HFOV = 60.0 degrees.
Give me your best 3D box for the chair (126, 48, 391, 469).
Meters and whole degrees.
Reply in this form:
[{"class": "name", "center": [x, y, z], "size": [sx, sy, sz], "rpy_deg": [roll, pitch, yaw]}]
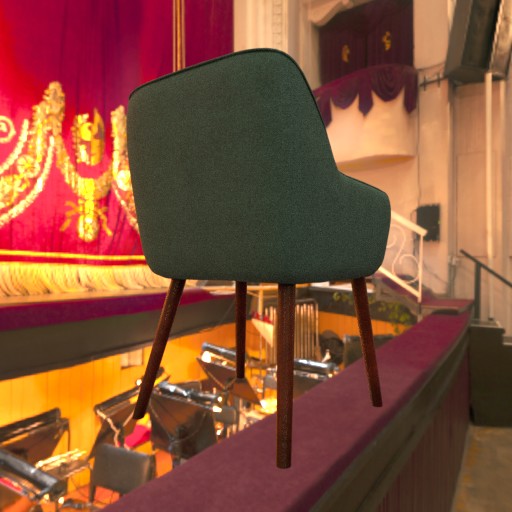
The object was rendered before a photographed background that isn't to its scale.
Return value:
[{"class": "chair", "center": [0.000, 0.000, 1.141], "size": [0.543, 0.803, 0.519], "rpy_deg": [0, 0, 36]}]
